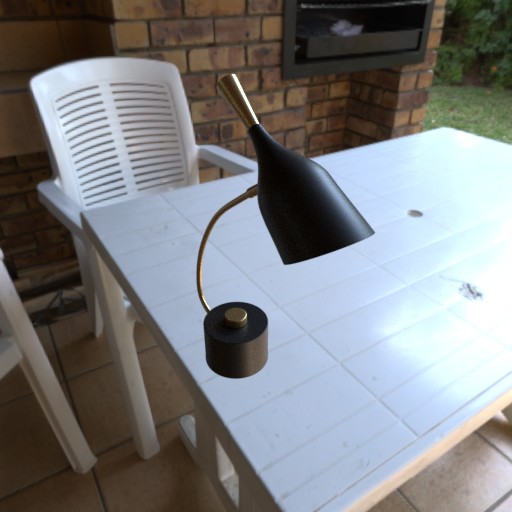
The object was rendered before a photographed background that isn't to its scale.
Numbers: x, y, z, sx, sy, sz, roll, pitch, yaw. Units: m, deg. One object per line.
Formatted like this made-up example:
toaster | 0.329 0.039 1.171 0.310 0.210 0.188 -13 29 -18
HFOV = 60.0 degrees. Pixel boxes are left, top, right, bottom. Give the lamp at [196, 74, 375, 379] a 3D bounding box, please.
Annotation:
lamp | 0.000 0.000 0.621 0.110 0.464 0.352 -22 38 -31
